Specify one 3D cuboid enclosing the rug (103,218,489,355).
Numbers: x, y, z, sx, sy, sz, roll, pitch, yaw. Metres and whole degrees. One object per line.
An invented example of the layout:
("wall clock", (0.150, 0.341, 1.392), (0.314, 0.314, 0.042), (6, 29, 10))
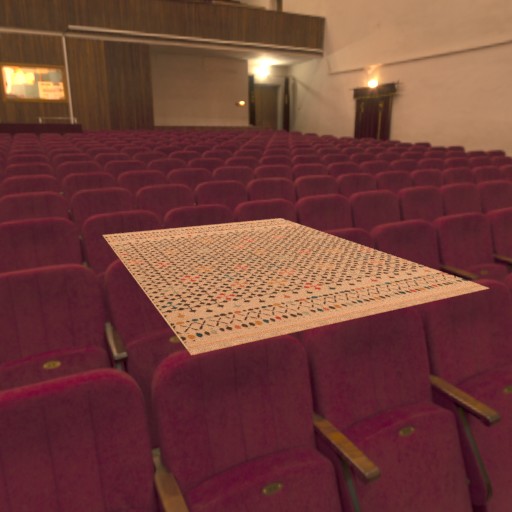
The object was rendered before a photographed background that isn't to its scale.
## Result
("rug", (0.000, 0.000, 2.058), (1.146, 0.006, 1.556), (-8, 17, -25))
